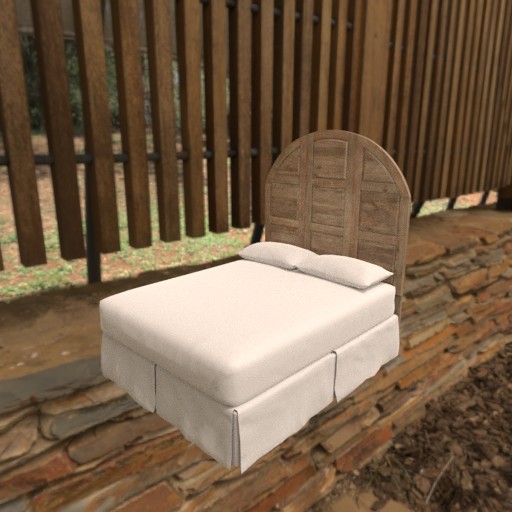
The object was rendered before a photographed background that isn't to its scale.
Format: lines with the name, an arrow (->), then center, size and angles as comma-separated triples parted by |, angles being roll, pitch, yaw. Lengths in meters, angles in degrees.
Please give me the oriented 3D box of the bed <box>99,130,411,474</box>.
bed -> 0.000, 0.000, 3.625 | 1.713, 2.002, 2.112 | 14, 21, 42
